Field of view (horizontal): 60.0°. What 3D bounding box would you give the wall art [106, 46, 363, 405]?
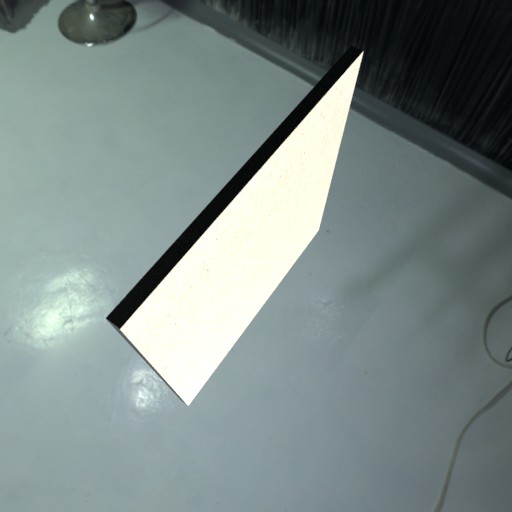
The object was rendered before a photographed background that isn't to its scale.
[{"bbox_3d":[0.000,0.000,1.177,0.031,0.775,0.773,32,67,15],"label":"wall art"}]
